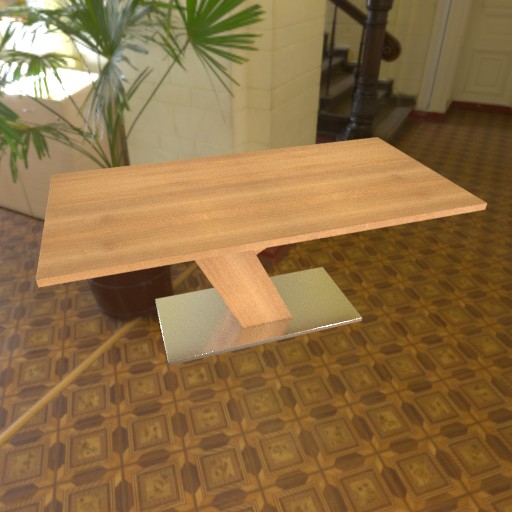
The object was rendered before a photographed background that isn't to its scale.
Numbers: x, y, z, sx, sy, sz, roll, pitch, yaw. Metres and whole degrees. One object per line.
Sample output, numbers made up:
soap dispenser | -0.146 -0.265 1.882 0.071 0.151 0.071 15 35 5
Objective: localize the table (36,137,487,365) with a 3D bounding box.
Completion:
table | 0.000 0.000 2.241 1.800 0.750 0.900 -10 35 -15
